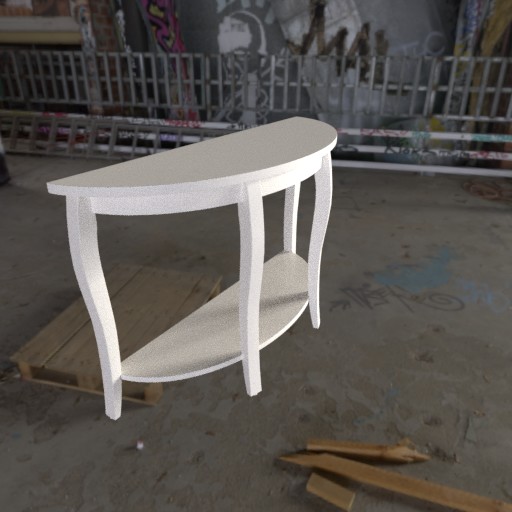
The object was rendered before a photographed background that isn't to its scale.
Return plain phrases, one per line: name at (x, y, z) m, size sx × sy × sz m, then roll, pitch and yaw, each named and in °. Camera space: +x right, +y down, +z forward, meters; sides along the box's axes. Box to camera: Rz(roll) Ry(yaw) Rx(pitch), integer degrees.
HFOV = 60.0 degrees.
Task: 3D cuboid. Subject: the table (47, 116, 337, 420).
table at (0.000, 0.000, 1.593) m, size 0.394 × 0.780 × 1.219 m, roll 17°, pitch 31°, yaw 30°
